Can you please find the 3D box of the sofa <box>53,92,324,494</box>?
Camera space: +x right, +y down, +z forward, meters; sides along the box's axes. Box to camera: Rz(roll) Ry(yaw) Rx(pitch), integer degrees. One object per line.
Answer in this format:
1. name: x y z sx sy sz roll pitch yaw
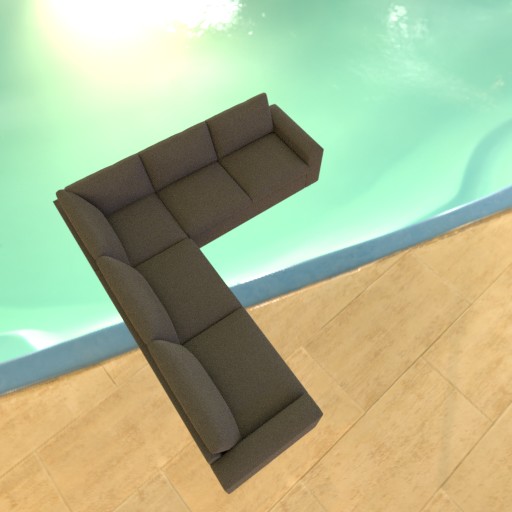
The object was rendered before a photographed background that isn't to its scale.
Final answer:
1. sofa: 0.000 0.000 4.605 2.895 0.965 3.277 -31 64 -17
